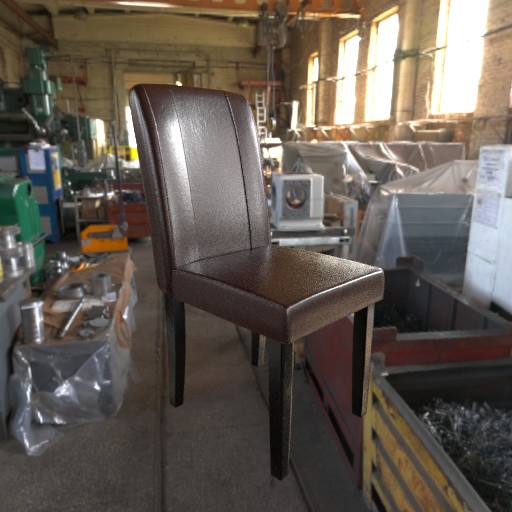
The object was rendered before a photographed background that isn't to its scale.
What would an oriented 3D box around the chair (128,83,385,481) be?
[{"bbox_3d":[0.000,0.000,1.193,0.556,0.897,0.399,14,20,43],"label":"chair"}]
